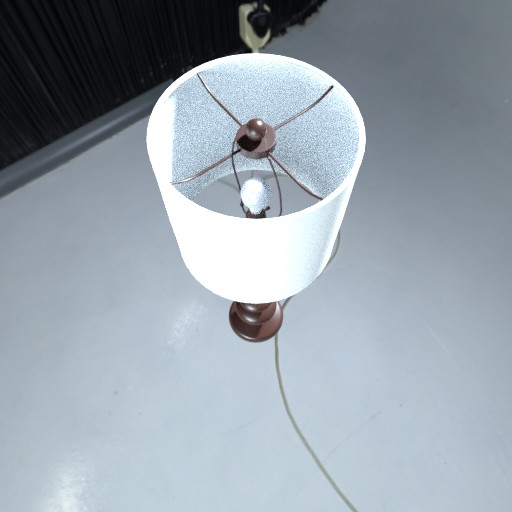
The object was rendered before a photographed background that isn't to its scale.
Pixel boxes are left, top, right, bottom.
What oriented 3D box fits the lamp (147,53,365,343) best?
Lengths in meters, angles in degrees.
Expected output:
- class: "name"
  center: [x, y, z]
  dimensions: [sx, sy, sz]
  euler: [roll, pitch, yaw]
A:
- class: "lamp"
  center: [0.000, 0.000, 0.814]
  dimensions: [0.254, 0.690, 0.254]
  euler: [-35, 69, -16]
